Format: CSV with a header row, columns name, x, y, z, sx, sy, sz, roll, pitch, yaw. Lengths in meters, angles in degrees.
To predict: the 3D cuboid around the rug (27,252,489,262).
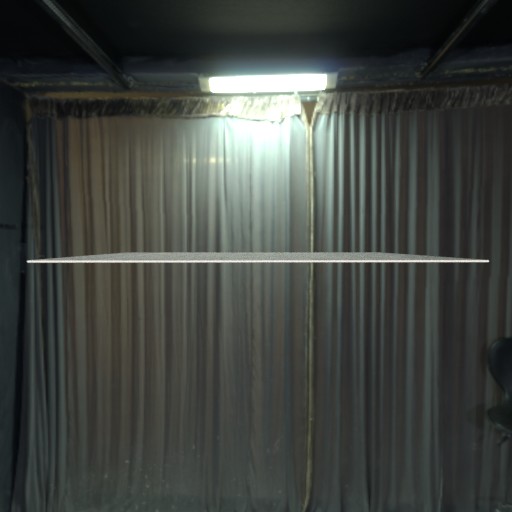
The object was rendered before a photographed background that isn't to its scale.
name,x,y,z,sx,sy,sz,roll,pitch,yaw
rug,0.000,0.000,4.129,3.046,0.015,2.446,0,2,-1
